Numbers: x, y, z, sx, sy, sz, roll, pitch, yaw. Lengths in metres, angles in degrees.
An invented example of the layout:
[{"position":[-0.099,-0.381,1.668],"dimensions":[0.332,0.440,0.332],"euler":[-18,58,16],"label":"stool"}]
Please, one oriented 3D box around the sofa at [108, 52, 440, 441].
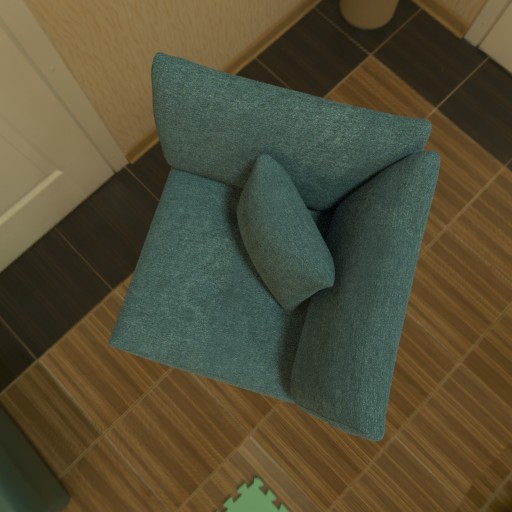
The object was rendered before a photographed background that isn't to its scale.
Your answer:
[{"position":[0.000,0.000,1.700],"dimensions":[1.000,0.820,1.000],"euler":[16,78,4],"label":"sofa"}]
